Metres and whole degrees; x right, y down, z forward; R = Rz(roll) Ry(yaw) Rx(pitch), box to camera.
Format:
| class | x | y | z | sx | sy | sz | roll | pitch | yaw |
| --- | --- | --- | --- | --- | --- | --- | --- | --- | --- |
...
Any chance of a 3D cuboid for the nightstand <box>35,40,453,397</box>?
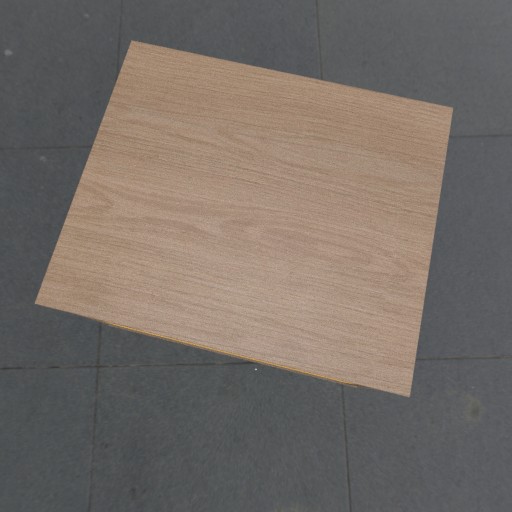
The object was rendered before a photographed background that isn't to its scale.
| class | x | y | z | sx | sy | sz | roll | pitch | yaw |
| --- | --- | --- | --- | --- | --- | --- | --- | --- | --- |
| nightstand | 0.000 | 0.000 | 0.837 | 0.450 | 0.571 | 0.380 | 13 | 76 | 3 |
